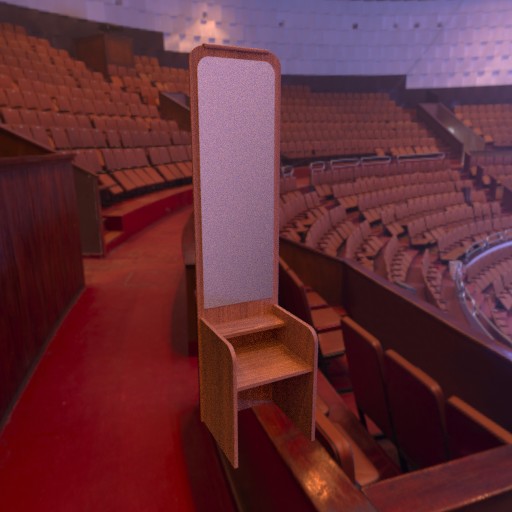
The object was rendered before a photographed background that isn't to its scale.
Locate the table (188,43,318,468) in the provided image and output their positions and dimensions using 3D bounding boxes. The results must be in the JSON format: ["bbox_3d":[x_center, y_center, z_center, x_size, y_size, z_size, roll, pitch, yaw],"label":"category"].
[{"bbox_3d":[0.000,0.000,2.031,0.450,1.830,0.420,-7,16,-26],"label":"table"}]
